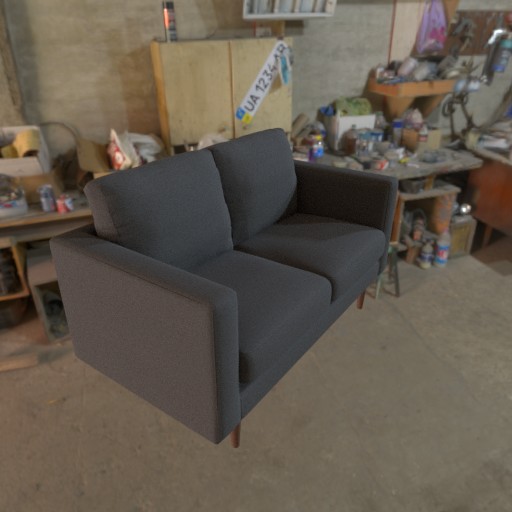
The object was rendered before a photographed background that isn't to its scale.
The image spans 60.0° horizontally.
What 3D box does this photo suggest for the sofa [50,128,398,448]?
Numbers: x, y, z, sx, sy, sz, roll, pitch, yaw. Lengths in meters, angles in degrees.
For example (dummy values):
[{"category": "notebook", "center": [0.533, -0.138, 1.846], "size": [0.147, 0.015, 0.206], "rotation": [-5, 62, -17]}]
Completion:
[{"category": "sofa", "center": [0.000, 0.000, 1.970], "size": [0.796, 0.908, 1.430], "rotation": [18, 32, 31]}]
